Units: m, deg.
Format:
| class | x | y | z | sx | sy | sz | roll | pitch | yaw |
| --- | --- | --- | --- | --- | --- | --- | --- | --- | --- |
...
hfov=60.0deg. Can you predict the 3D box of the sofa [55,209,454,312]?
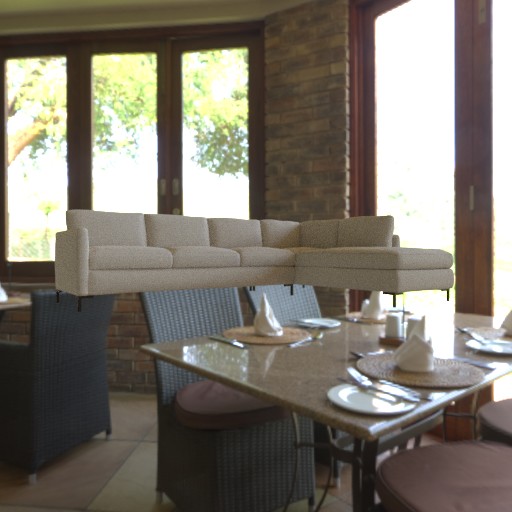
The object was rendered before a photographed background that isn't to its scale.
| class | x | y | z | sx | sy | sz | roll | pitch | yaw |
| --- | --- | --- | --- | --- | --- | --- | --- | --- | --- |
| sofa | 0.000 | 0.000 | 3.894 | 2.949 | 0.815 | 2.007 | 0 | 0 | -35 |
